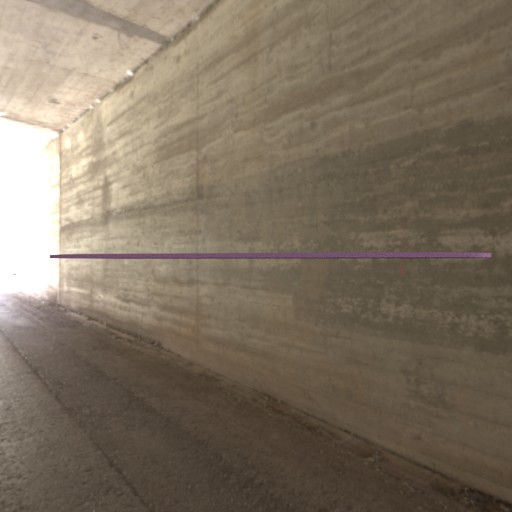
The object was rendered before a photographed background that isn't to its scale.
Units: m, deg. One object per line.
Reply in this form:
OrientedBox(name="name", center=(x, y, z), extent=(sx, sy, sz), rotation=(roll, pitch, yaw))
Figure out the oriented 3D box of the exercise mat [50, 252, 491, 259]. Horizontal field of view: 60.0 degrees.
OrientedBox(name="exercise mat", center=(0.000, 0.000, 2.043), extent=(1.869, 0.021, 0.616), rotation=(0, -1, 18))
